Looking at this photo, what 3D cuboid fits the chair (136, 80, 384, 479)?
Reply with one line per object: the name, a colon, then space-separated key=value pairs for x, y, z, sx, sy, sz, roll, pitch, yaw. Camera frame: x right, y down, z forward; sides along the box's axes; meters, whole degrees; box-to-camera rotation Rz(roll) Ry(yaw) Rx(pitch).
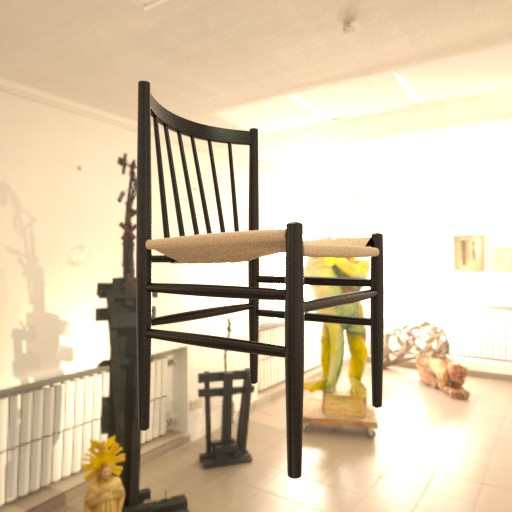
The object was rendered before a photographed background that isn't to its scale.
chair: x=0.000 y=0.000 z=1.140 sx=0.516 sy=0.818 sz=0.495 roll=0 pitch=0 yaw=34
